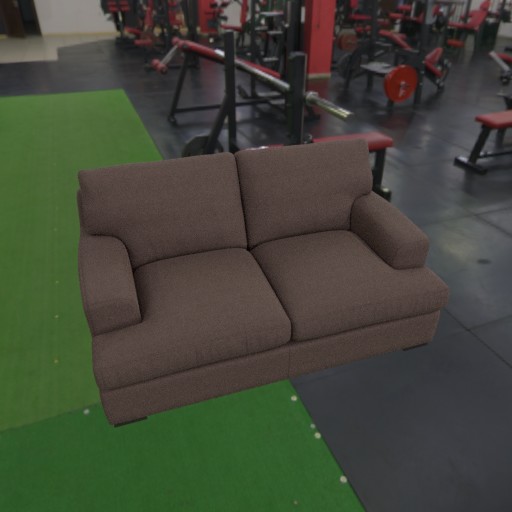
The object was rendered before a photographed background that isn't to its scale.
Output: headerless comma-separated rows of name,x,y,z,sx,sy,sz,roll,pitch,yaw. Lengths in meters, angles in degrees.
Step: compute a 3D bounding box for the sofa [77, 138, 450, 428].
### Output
sofa,0.000,0.000,2.496,1.869,0.950,1.140,-10,34,-15
